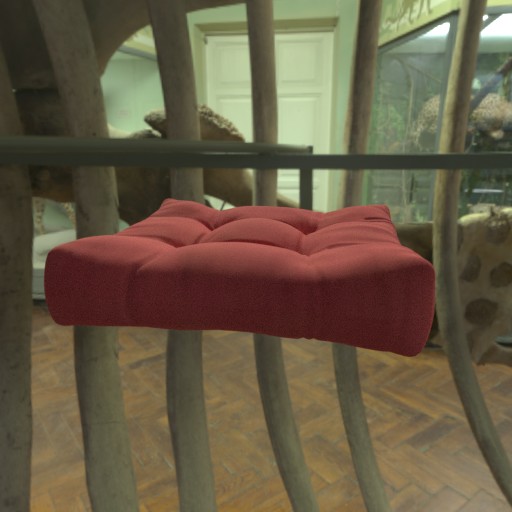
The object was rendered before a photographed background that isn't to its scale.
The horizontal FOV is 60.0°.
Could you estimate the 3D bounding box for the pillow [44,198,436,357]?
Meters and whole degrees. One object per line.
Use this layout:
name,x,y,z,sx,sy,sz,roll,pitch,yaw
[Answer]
pillow,0.000,0.000,0.738,0.490,0.128,0.468,2,15,9
